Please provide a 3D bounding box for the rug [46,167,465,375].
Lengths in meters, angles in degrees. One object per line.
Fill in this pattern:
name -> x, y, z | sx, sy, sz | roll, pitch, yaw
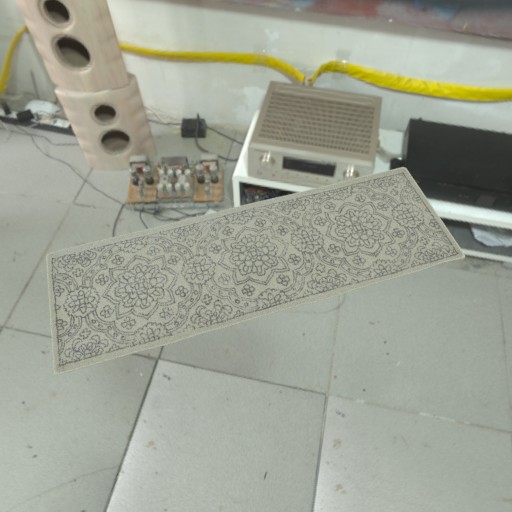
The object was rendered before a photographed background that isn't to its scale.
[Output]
rug -> 0.000, 0.000, 2.691 | 2.431, 0.006, 0.806 | -15, 58, -9
